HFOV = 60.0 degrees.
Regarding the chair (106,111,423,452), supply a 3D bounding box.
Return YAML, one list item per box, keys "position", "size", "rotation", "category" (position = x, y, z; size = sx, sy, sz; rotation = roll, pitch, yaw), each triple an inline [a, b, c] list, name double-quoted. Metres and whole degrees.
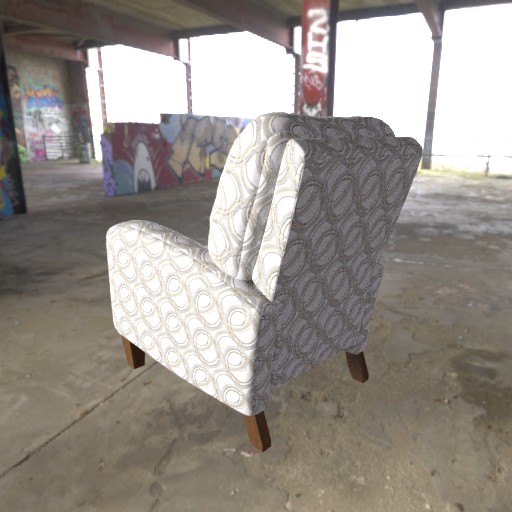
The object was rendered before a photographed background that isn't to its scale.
- position: [0.000, 0.000, 1.759]
  size: [0.796, 1.065, 0.995]
  rotation: [-15, 22, -42]
  category: "chair"
